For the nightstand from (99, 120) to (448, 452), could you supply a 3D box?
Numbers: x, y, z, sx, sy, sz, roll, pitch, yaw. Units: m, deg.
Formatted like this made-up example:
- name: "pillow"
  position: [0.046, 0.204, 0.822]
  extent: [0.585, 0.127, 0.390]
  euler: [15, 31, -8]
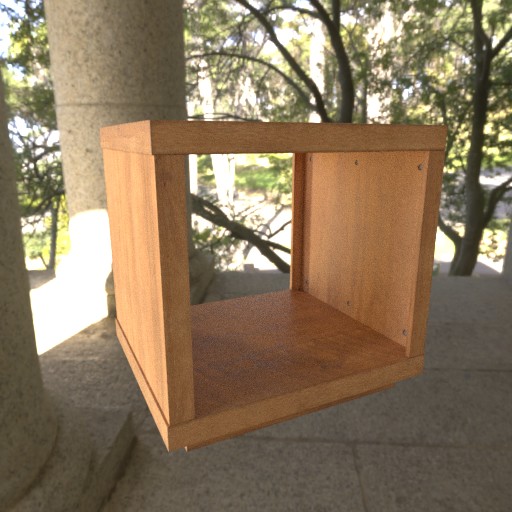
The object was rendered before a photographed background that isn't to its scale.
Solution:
- name: "nightstand"
  position: [0.000, 0.000, 0.873]
  extent: [0.493, 0.491, 0.436]
  euler: [-7, 16, -25]
